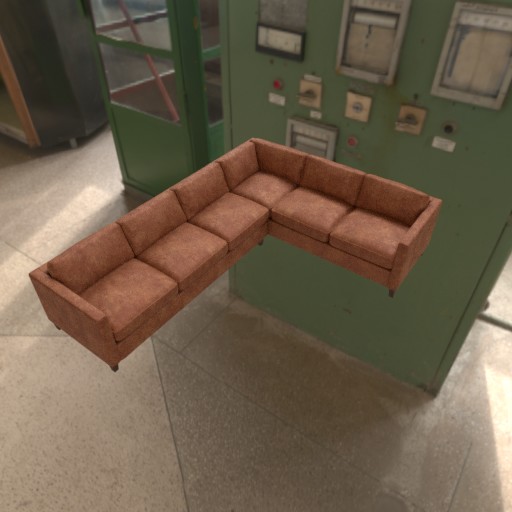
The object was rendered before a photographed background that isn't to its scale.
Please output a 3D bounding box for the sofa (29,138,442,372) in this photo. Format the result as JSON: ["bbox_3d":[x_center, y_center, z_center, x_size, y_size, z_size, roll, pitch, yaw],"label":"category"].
[{"bbox_3d":[0.000,0.000,4.281,2.438,0.838,3.167,26,47,27],"label":"sofa"}]
